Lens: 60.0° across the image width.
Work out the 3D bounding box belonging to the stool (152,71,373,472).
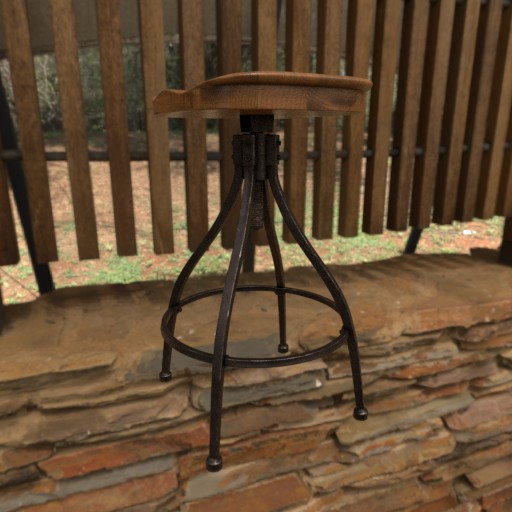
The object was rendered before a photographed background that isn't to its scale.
[{"bbox_3d":[0.000,0.000,0.963,0.424,0.694,0.432,-7,17,-25],"label":"stool"}]
